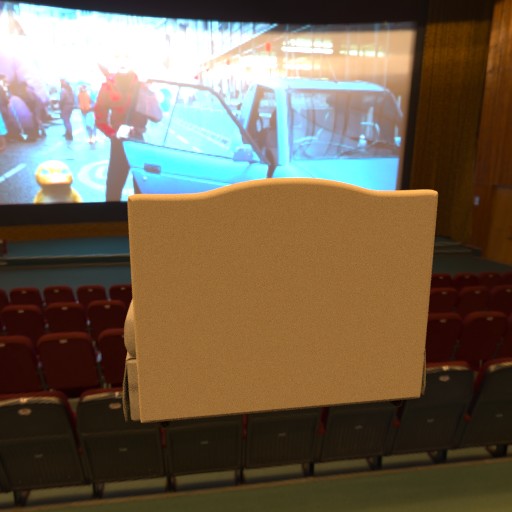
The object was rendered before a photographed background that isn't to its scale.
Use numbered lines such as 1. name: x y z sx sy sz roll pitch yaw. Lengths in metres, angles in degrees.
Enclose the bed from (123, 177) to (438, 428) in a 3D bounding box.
1. bed: 0.000 0.000 3.682 1.977 1.437 2.477 -2 14 -9
